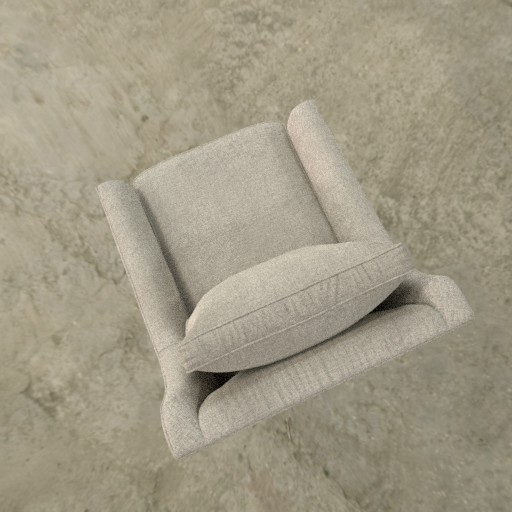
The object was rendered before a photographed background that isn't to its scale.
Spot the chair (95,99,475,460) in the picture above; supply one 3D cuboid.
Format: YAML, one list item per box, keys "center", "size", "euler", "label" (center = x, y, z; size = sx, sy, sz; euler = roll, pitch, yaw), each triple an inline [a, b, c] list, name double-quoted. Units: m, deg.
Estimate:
- center: [0.000, 0.000, 1.507]
  size: [0.838, 0.864, 0.918]
  euler: [-23, 77, -6]
  label: "chair"
